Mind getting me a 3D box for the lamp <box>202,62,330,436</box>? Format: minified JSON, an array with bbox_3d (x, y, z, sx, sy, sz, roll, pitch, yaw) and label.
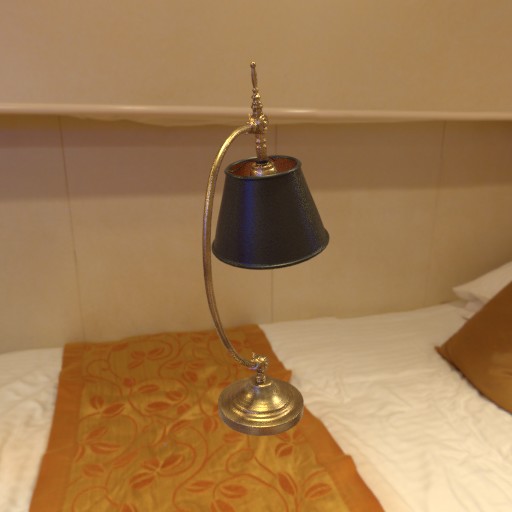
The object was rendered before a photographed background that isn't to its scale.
[{"bbox_3d":[0.000,0.000,0.838,0.235,0.675,0.344,9,18,27],"label":"lamp"}]
